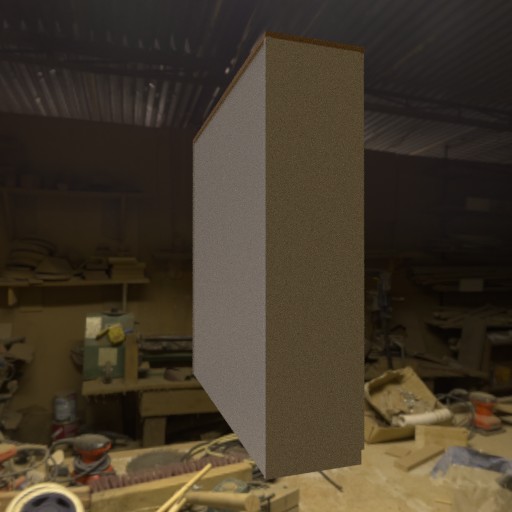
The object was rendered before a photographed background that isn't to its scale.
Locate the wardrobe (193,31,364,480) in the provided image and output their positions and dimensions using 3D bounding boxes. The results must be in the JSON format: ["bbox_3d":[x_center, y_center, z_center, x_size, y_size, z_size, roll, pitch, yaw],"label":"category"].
[{"bbox_3d":[0.000,0.000,3.349,0.590,2.260,2.160,0,0,-18],"label":"wardrobe"}]
